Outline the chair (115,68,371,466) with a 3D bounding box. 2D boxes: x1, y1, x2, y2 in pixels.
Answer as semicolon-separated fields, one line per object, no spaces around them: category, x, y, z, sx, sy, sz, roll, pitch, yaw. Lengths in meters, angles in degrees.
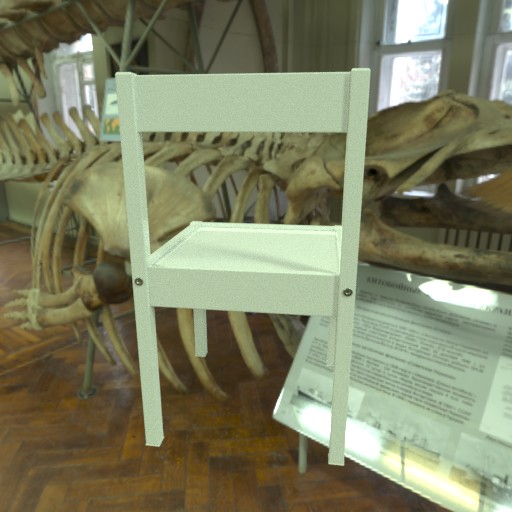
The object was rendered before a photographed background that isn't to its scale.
chair;0.000;0.000;0.688;0.285;0.505;0.285;2;17;8
